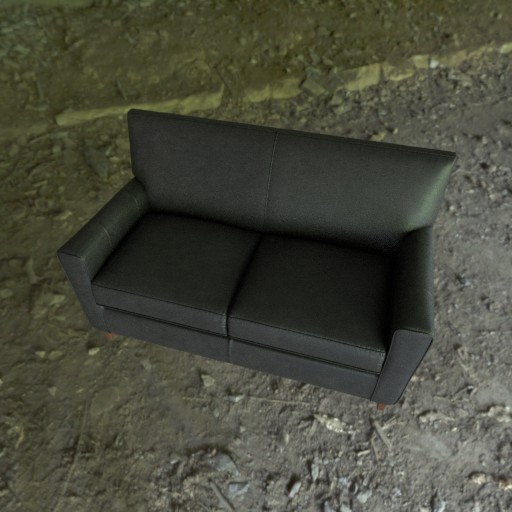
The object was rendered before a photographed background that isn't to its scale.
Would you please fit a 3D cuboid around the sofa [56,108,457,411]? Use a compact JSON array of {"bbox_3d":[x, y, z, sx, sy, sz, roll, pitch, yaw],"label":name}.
[{"bbox_3d":[0.000,0.000,1.976,1.473,0.871,0.787,11,43,12],"label":"sofa"}]
